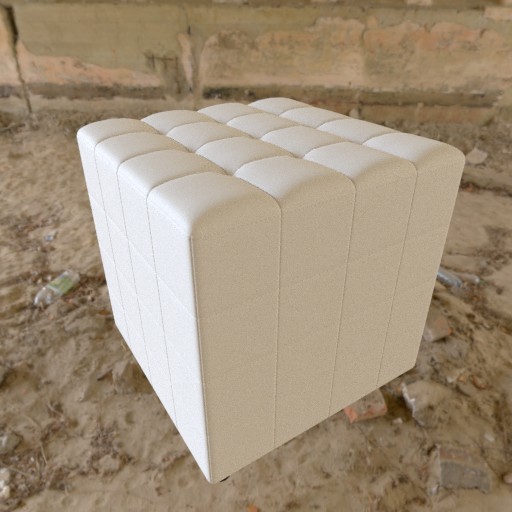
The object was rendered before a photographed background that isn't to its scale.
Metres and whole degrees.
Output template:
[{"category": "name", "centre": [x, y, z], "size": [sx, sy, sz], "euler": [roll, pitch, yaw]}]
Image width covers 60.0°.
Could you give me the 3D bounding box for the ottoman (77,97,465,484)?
[{"category": "ottoman", "centre": [0.000, 0.000, 0.765], "size": [0.425, 0.432, 0.425], "euler": [-18, 35, -28]}]
